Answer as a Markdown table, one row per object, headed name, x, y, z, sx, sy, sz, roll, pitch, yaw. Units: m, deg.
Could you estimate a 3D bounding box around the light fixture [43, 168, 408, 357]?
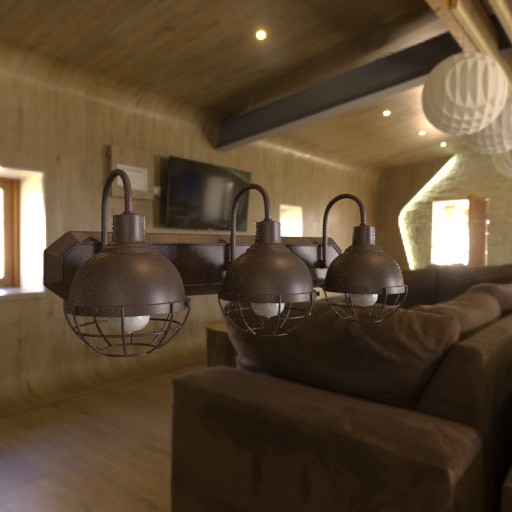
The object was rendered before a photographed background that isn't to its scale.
| name | x | y | z | sx | sy | sz | roll | pitch | yaw |
| --- | --- | --- | --- | --- | --- | --- | --- | --- | --- |
| light fixture | 0.000 | 0.000 | 0.766 | 0.634 | 0.254 | 0.229 | 0 | 1 | -36 |
